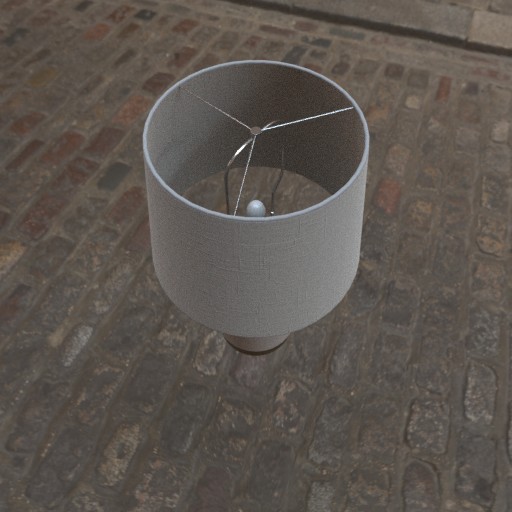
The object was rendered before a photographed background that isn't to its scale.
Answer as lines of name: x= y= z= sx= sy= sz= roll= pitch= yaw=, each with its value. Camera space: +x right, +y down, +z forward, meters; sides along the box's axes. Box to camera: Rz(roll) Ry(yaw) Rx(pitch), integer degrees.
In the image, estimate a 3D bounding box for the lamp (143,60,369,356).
lamp: x=0.000 y=0.000 z=0.650 sx=0.285 sy=0.483 sz=0.285 roll=0 pitch=58 yaw=0
